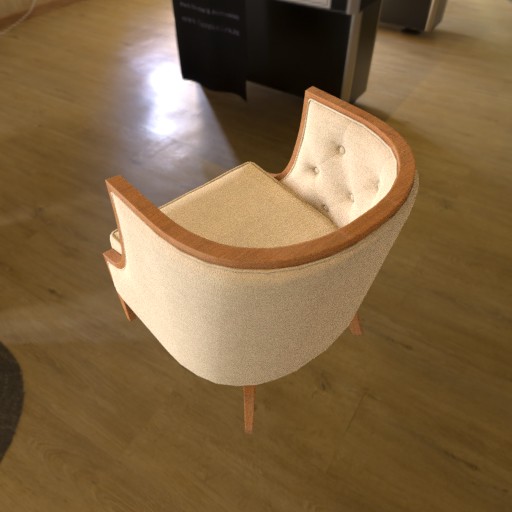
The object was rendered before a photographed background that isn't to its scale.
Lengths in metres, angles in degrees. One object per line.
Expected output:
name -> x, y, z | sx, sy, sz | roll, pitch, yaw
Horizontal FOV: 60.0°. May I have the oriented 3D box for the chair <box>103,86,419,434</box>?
chair -> 0.000, 0.000, 1.367 | 0.711, 0.775, 0.757 | -33, 55, -27
